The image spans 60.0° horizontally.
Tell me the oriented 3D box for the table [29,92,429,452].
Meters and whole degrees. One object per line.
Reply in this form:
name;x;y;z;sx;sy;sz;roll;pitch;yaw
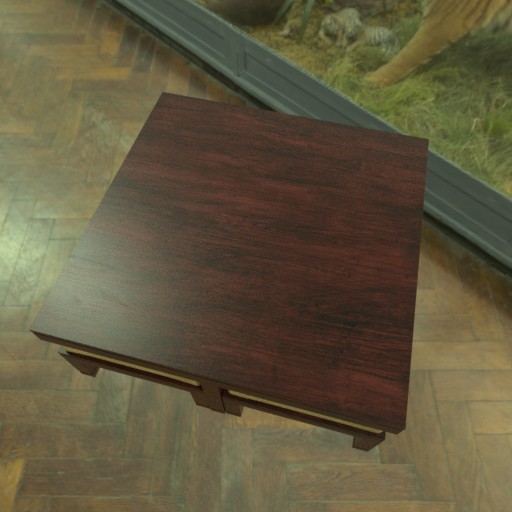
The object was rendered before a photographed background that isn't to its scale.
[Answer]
table;0.000;0.000;1.342;0.865;0.356;0.865;13;59;8
